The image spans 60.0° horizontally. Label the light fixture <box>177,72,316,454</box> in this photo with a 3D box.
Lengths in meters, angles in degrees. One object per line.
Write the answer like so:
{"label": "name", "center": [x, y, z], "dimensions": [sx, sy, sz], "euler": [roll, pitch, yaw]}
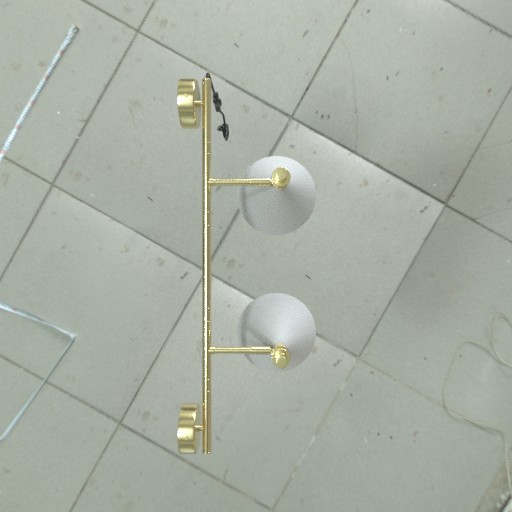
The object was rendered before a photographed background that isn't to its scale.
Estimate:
{"label": "light fixture", "center": [0.000, 0.000, 0.872], "dimensions": [0.239, 0.468, 0.642], "euler": [0, 90, 1]}
